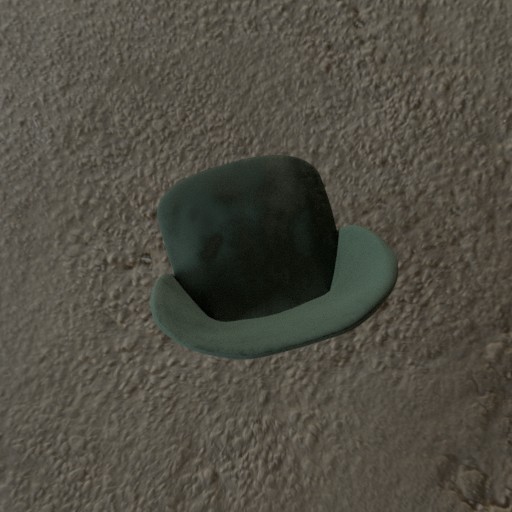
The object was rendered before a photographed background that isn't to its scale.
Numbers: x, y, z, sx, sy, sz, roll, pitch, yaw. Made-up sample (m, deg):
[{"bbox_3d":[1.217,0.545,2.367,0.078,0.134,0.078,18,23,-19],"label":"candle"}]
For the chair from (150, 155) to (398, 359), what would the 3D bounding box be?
[{"bbox_3d":[0.000,0.000,1.236,0.527,0.860,0.577,-15,75,-4],"label":"chair"}]
